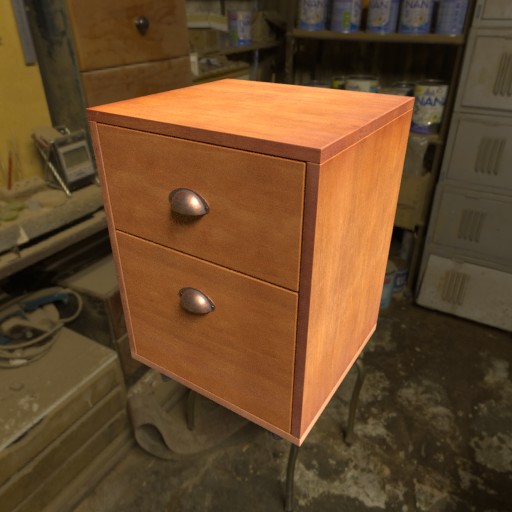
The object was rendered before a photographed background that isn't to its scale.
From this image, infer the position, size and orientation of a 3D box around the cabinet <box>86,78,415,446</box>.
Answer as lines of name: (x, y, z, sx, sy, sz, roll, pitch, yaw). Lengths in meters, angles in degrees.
cabinet: (0.000, 0.000, 0.875, 0.409, 0.579, 0.401, 18, 34, 28)
